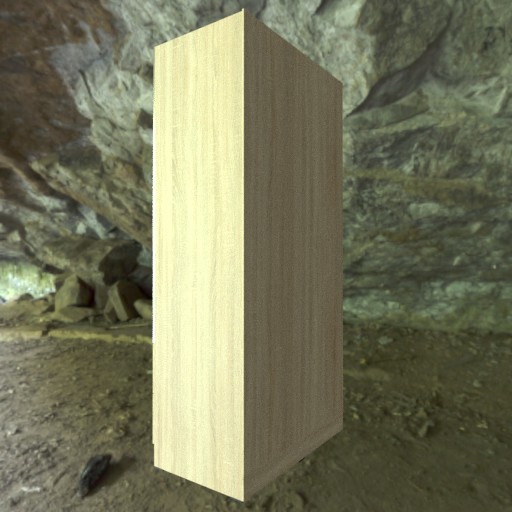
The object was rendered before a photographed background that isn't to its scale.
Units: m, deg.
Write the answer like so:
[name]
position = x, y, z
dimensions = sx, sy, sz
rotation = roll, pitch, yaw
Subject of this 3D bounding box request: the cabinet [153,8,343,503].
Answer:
[cabinet]
position = 0.000, 0.000, 2.475
dimensions = 0.590, 2.121, 1.001
rotation = 0, -1, 36
